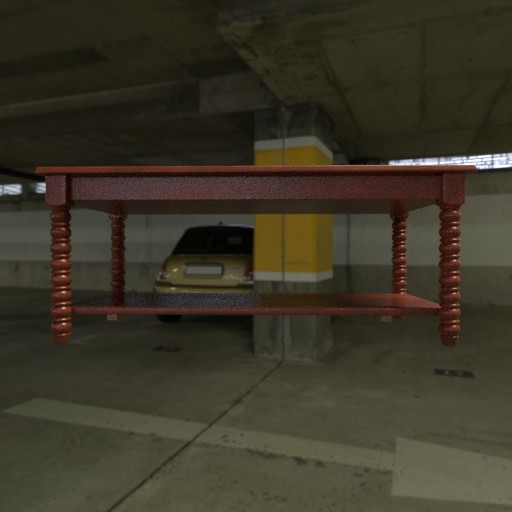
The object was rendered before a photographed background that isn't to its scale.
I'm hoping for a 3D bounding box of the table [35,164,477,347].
[{"bbox_3d":[0.000,0.000,1.456,1.171,0.485,0.580,0,1,2],"label":"table"}]
